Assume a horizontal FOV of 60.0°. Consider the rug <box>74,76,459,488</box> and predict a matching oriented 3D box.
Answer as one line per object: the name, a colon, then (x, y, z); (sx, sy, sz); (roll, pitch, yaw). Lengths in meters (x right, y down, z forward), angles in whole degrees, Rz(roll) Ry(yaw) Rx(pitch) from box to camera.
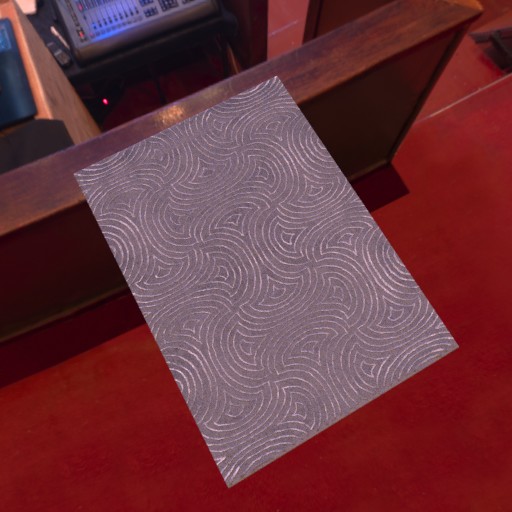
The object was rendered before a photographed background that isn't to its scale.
rug: (0.000, 0.000, 2.761); (1.543, 0.015, 2.144); (-28, 76, -8)
